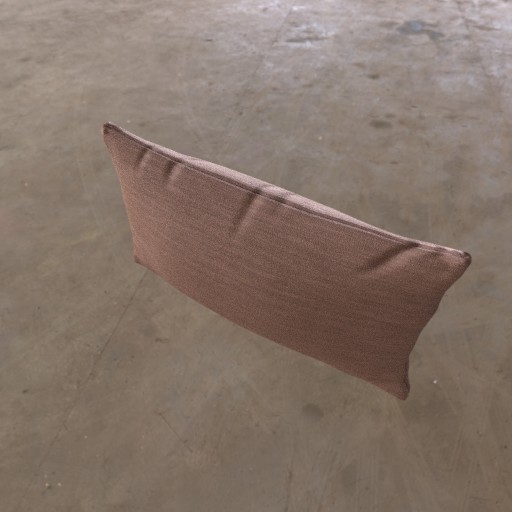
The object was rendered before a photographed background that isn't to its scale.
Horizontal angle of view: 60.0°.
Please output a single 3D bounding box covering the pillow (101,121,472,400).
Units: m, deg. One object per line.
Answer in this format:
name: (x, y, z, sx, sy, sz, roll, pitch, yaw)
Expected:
pillow: (0.000, 0.000, 0.775, 0.633, 0.338, 0.210, 24, 49, 23)
